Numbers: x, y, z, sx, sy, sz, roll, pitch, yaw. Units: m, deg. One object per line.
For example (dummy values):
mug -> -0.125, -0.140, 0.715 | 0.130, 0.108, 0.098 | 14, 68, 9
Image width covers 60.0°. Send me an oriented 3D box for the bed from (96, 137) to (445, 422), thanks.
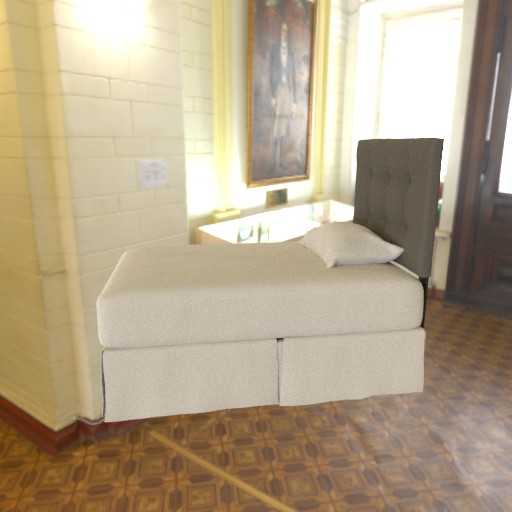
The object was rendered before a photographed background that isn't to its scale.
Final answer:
bed -> 0.000, 0.000, 3.050 | 1.997, 1.571, 1.261 | -2, 14, -8
